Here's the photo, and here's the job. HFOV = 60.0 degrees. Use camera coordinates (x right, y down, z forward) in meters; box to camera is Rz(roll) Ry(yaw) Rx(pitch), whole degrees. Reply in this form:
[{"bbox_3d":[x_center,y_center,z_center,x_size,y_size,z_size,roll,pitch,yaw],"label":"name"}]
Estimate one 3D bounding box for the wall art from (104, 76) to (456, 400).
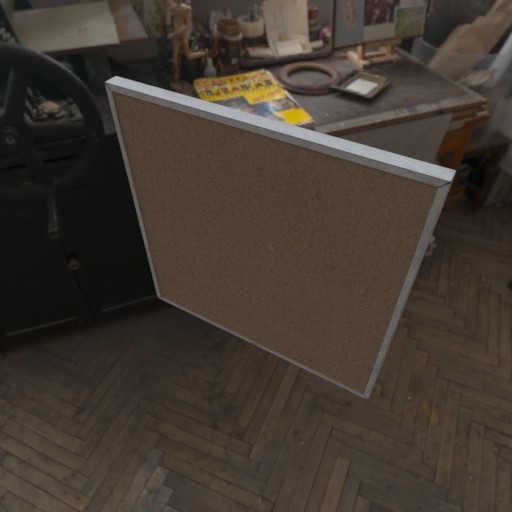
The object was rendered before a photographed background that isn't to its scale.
[{"bbox_3d":[0.000,0.000,1.145,0.762,0.762,0.038,22,49,20],"label":"wall art"}]
